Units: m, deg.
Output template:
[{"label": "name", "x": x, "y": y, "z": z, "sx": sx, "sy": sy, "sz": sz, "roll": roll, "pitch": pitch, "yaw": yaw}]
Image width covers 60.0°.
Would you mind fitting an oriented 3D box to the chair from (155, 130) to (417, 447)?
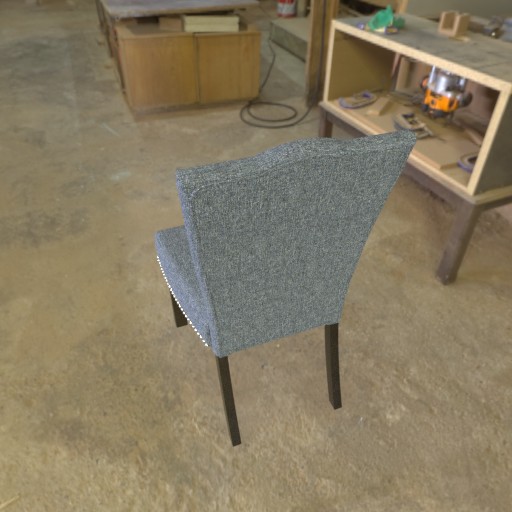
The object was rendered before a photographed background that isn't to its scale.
[{"label": "chair", "x": 0.000, "y": 0.000, "z": 1.301, "sx": 0.518, "sy": 0.946, "sz": 0.589, "roll": -14, "pitch": 41, "yaw": -16}]
